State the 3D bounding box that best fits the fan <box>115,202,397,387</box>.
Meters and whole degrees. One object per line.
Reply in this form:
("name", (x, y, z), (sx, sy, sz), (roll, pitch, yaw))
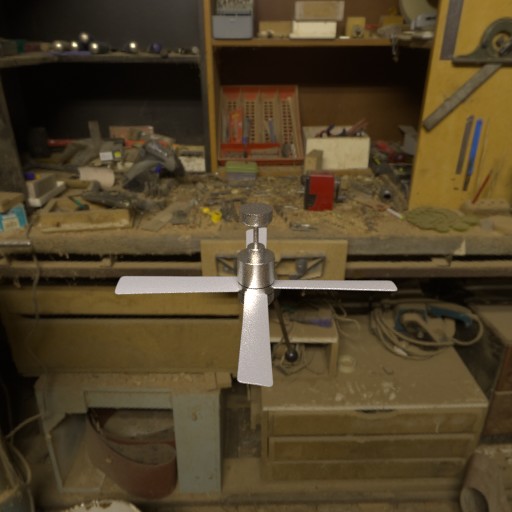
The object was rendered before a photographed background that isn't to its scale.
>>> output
("fan", (0.000, 0.000, 2.356), (1.525, 0.539, 1.525), (0, 27, 1))
